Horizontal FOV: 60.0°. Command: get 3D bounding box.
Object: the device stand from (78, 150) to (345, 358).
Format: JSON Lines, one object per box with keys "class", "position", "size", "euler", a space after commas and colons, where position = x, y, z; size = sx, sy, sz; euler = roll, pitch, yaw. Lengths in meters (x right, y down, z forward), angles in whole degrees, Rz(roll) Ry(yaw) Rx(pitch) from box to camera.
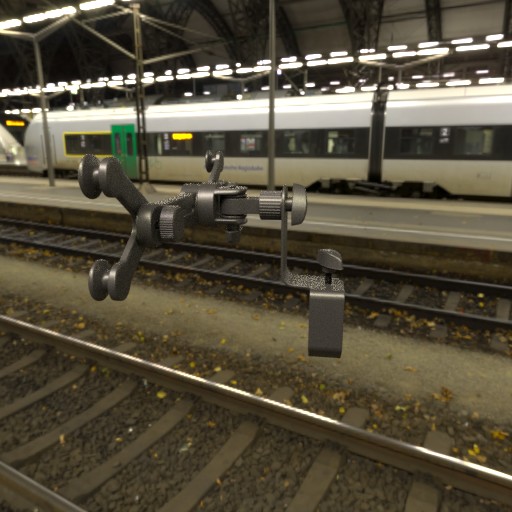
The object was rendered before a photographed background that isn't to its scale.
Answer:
{"class": "device stand", "position": [0.000, 0.000, 0.361], "size": [0.142, 0.166, 0.270], "euler": [2, 14, 9]}
